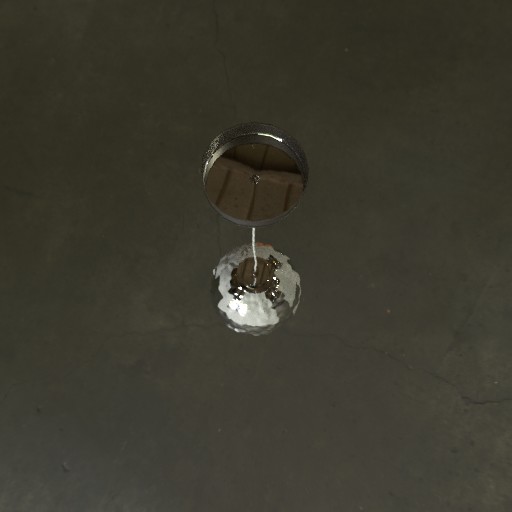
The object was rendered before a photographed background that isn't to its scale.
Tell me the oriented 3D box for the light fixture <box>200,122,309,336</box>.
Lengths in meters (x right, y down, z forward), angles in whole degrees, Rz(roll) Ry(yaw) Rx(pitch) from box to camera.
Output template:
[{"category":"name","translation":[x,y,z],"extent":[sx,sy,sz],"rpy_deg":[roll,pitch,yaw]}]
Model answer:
[{"category":"light fixture","translation":[0.000,0.000,1.756],"extent":[0.500,1.511,0.496],"rpy_deg":[0,75,0]}]
